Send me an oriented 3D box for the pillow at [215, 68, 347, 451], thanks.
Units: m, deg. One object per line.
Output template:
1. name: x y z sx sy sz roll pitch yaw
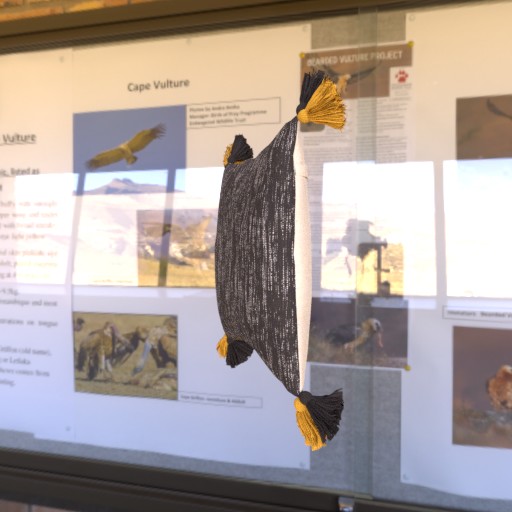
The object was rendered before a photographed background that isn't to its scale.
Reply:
1. pillow: 0.000 0.000 0.981 0.139 0.659 0.654 0 2 -18
